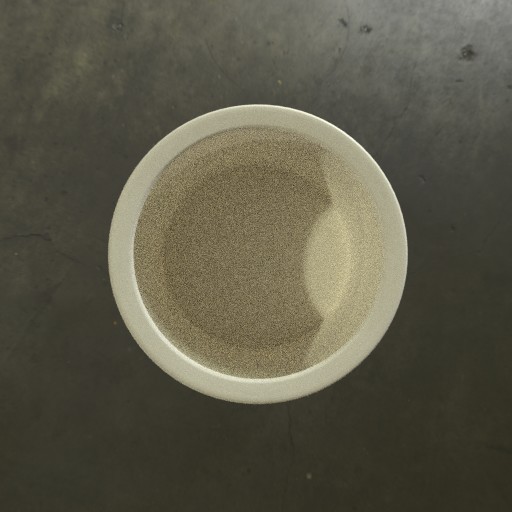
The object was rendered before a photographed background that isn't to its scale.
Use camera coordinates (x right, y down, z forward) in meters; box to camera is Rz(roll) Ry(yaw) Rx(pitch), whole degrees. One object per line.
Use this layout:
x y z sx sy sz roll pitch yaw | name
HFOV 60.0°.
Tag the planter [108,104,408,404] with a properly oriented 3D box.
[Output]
0.000 0.000 0.905 0.421 0.581 0.420 0 90 -1 | planter
